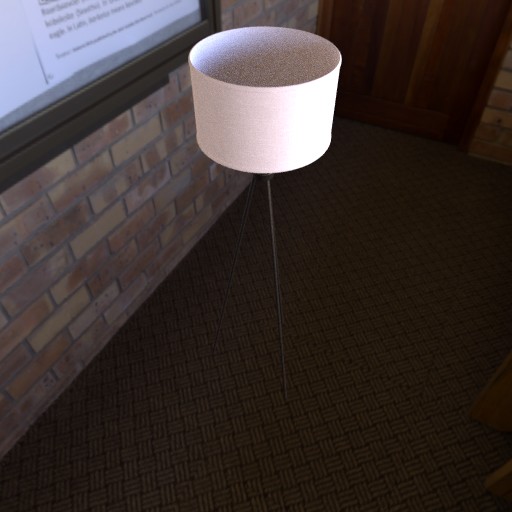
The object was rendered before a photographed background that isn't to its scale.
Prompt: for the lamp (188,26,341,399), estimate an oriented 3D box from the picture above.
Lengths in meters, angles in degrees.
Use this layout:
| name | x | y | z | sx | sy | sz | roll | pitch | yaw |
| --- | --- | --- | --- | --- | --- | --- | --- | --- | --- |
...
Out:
| name | x | y | z | sx | sy | sz | roll | pitch | yaw |
| --- | --- | --- | --- | --- | --- | --- | --- | --- | --- |
| lamp | 0.000 | 0.000 | 1.739 | 0.458 | 1.545 | 0.448 | -3 | 46 | -2 |
